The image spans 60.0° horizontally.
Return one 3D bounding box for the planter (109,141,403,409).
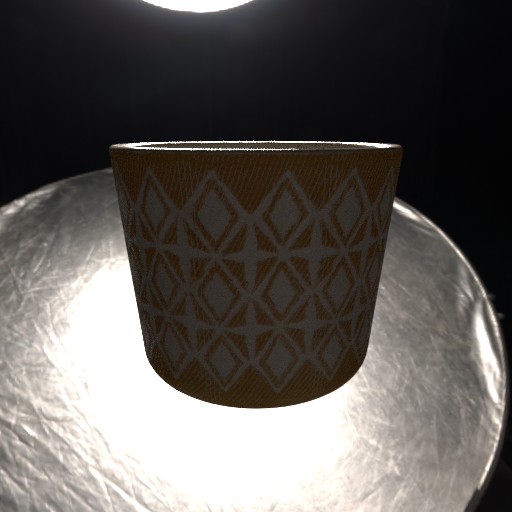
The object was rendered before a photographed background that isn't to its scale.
[{"bbox_3d":[0.000,0.000,0.214,0.126,0.104,0.126,0,16,0],"label":"planter"}]
